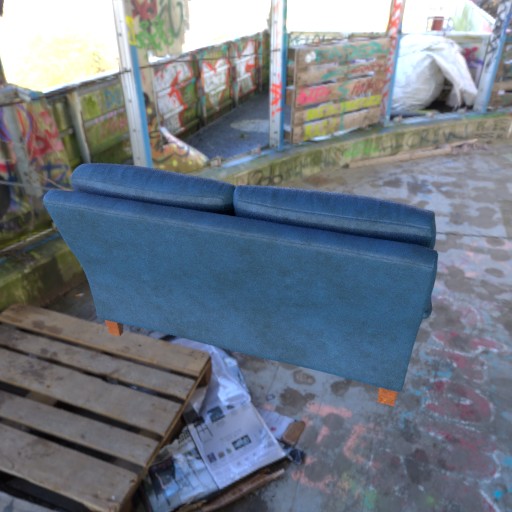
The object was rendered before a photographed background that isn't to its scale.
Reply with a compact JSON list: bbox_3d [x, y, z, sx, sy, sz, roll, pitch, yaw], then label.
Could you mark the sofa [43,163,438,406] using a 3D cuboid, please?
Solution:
[{"bbox_3d":[0.000,0.000,2.509,1.853,1.101,1.084,10,33,16],"label":"sofa"}]
